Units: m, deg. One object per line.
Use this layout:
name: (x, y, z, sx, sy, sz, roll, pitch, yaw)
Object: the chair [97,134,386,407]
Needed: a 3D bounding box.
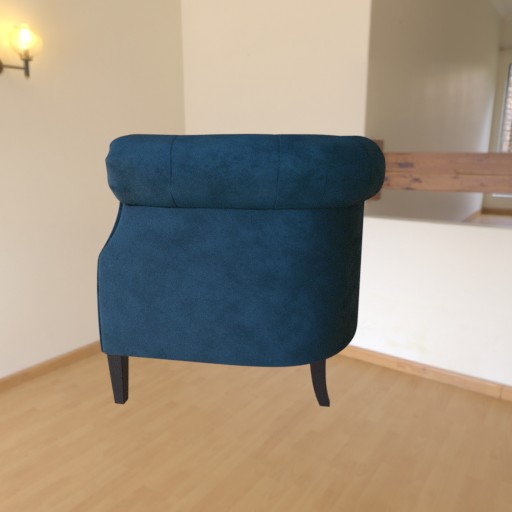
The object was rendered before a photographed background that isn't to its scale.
chair: (0.000, 0.000, 1.584, 0.851, 0.826, 0.904, 2, 13, 10)
